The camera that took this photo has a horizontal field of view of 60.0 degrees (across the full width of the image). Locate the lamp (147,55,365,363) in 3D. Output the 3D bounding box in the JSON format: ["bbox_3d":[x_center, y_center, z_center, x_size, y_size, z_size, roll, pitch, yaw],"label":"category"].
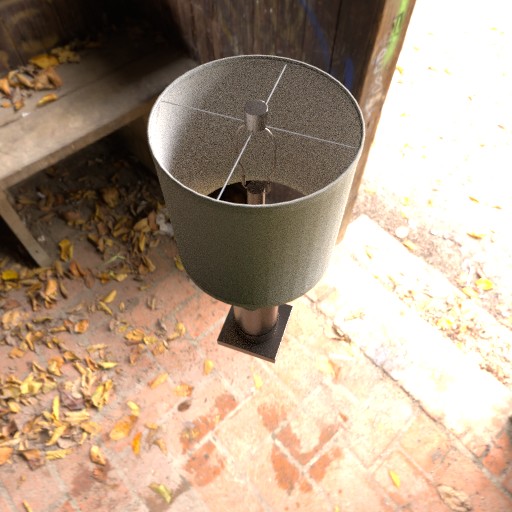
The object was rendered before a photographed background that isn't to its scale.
[{"bbox_3d":[0.000,0.000,0.616,0.202,0.509,0.202,17,60,10],"label":"lamp"}]
